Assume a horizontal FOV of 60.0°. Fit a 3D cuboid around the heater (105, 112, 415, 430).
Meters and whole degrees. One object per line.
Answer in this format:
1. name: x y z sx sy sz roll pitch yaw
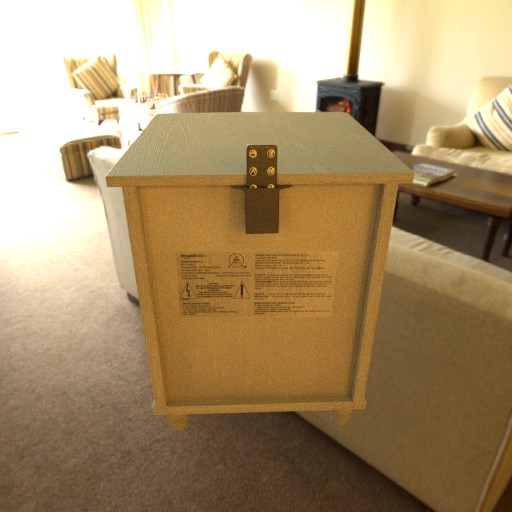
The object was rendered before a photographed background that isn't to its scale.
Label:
1. heater: 0.000 0.000 0.772 0.362 0.481 0.400 -1 29 -2
